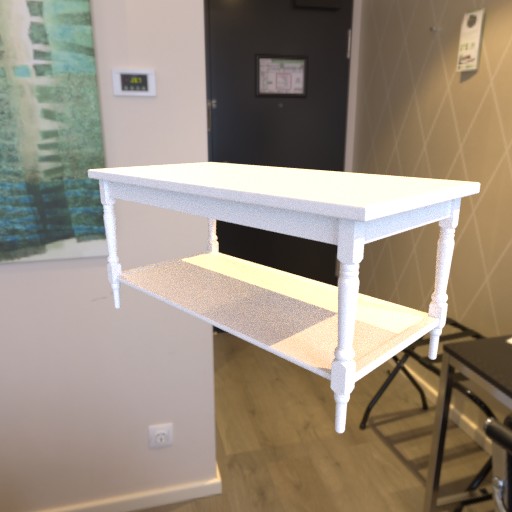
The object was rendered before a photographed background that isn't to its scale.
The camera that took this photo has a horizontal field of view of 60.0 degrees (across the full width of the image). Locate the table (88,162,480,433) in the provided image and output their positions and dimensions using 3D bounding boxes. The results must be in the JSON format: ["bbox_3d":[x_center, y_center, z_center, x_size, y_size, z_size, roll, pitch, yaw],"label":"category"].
[{"bbox_3d":[0.000,0.000,1.414,0.550,0.510,1.107,-15,22,-43],"label":"table"}]
